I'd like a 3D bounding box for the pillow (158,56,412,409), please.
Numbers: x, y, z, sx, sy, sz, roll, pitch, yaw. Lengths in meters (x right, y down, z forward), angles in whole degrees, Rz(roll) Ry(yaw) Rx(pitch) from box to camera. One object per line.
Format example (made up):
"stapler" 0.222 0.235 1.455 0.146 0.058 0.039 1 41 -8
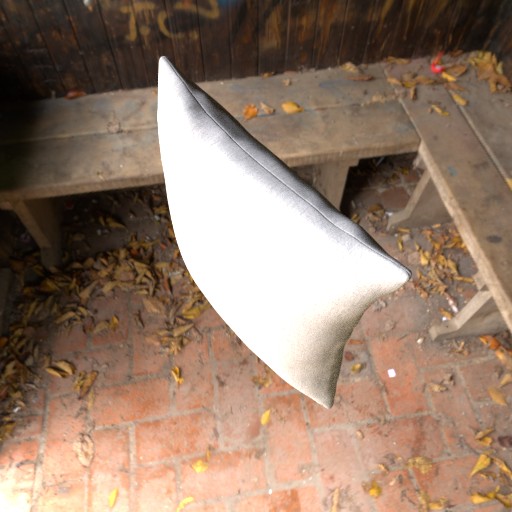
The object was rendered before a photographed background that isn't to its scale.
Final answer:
"pillow" 0.000 0.000 0.675 0.173 0.436 0.433 -34 63 -20
